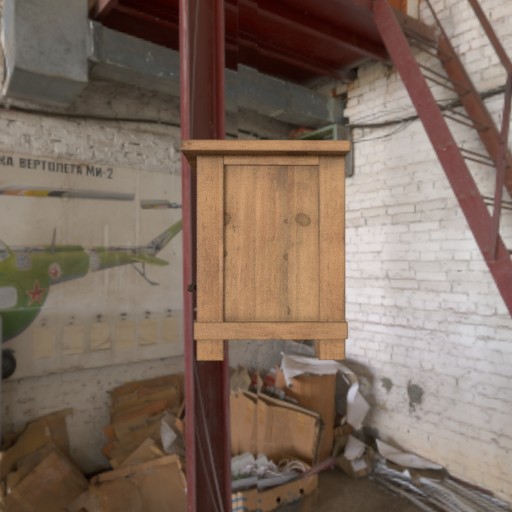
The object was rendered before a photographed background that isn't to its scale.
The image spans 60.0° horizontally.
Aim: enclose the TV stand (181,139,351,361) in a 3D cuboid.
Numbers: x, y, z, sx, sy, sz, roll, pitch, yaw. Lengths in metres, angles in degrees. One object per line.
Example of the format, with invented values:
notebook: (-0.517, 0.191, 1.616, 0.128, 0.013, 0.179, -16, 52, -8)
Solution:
TV stand: (0.000, 0.000, 2.025, 0.453, 0.573, 1.804, 0, -1, -1)
